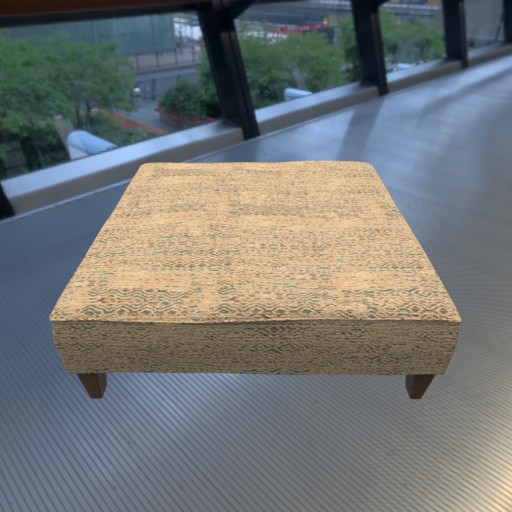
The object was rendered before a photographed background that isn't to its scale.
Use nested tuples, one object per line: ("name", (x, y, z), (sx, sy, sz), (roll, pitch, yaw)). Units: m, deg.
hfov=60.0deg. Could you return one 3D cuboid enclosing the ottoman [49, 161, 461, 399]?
("ottoman", (0.000, 0.000, 1.513), (0.968, 0.356, 1.004), (0, 32, 0))
